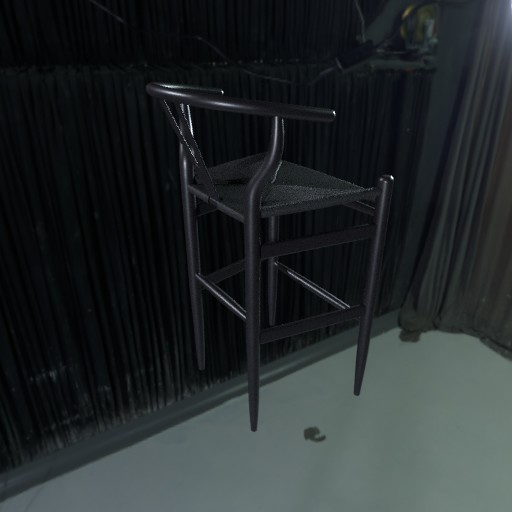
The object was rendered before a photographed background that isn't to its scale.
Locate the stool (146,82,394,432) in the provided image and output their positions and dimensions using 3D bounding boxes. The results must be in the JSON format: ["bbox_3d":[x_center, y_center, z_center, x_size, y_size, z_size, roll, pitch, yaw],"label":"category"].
[{"bbox_3d":[0.000,0.000,1.444,0.579,1.072,0.569,-17,32,-30],"label":"stool"}]
